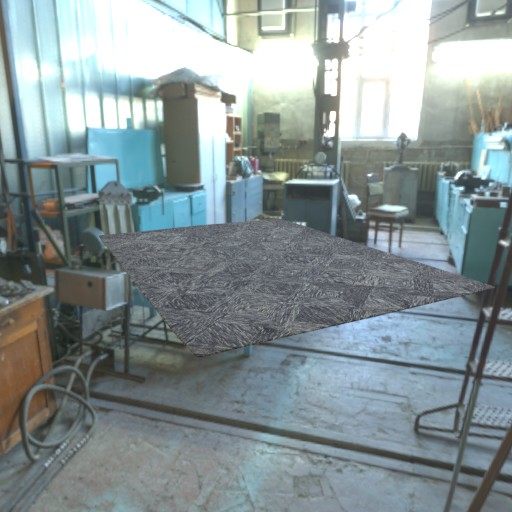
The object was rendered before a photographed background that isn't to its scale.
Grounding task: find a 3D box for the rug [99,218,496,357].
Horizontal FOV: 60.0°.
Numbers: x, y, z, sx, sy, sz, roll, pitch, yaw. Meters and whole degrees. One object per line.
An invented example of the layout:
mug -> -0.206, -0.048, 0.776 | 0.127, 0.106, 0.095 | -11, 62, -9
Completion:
rug -> 0.000, 0.000, 5.250 | 2.997, 0.020, 4.093 | -8, 17, -26
